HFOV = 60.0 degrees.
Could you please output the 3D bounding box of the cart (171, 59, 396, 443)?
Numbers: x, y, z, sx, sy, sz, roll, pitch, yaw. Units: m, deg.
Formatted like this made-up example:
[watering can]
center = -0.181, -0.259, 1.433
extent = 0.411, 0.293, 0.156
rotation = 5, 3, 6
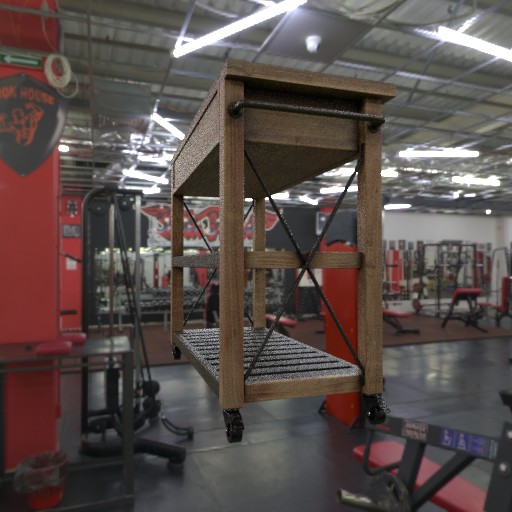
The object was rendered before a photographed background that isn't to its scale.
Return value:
[cart]
center = 0.000, 0.000, 0.985
extent = 0.298, 0.554, 0.686
rotation = 0, -1, -18
